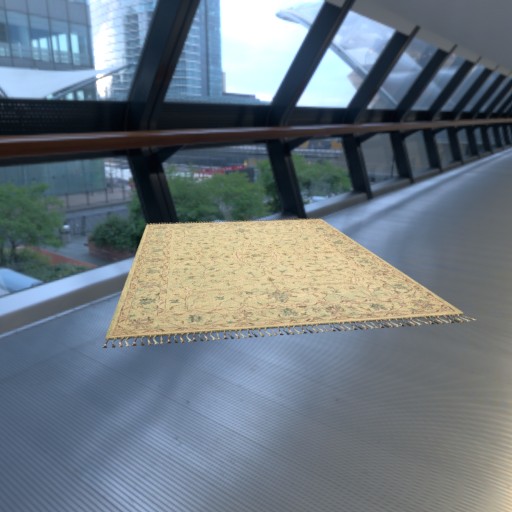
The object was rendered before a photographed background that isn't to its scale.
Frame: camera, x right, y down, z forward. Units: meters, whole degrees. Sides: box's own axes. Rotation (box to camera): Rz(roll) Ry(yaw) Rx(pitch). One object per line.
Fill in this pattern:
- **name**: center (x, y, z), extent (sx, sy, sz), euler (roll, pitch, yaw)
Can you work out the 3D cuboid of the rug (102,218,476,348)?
- **rug**: center (0.000, 0.000, 2.265), extent (1.247, 0.008, 1.802), euler (-3, 16, -9)
